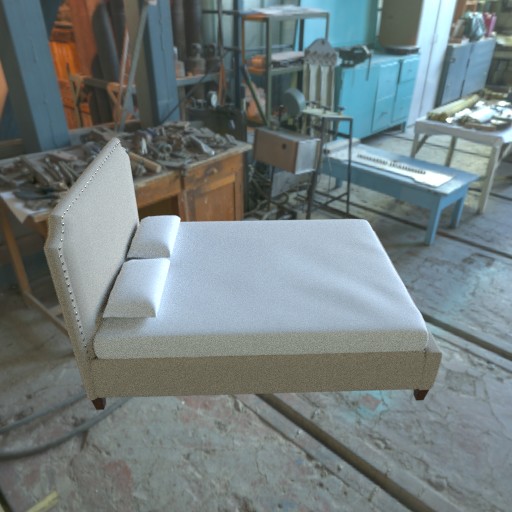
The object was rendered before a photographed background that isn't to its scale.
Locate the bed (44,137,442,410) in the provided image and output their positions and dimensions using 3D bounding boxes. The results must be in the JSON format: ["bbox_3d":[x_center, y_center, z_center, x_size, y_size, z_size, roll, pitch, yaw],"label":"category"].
[{"bbox_3d":[0.000,0.000,3.402,2.372,1.443,1.713,-1,31,-2],"label":"bed"}]
